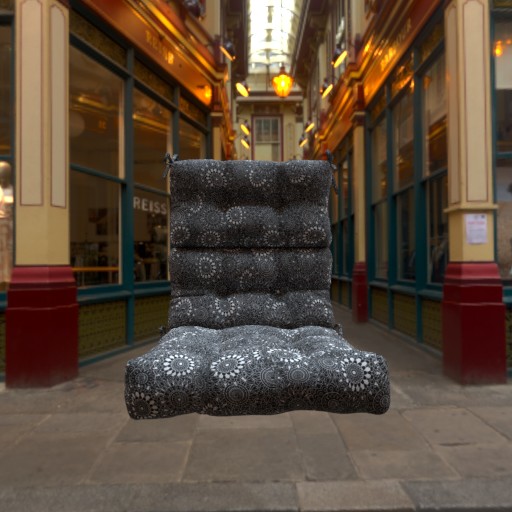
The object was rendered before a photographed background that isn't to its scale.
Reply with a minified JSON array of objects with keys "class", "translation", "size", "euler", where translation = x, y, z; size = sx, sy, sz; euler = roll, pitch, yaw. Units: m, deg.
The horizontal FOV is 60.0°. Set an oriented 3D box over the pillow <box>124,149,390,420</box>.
[{"class":"pillow","translation":[0.000,0.000,1.049],"size":[0.519,0.605,0.571],"euler":[0,0,-2]}]
